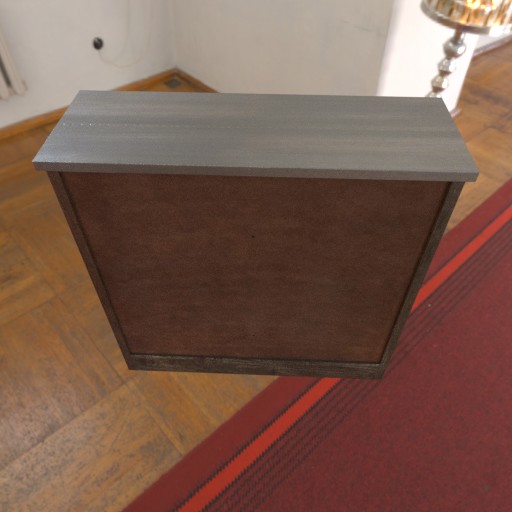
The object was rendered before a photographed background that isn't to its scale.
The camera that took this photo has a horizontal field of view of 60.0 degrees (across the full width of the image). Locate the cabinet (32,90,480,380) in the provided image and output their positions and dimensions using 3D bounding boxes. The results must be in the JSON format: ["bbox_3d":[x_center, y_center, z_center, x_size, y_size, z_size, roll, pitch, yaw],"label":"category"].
[{"bbox_3d":[0.000,0.000,1.406,0.968,0.919,0.338,2,47,2],"label":"cabinet"}]
